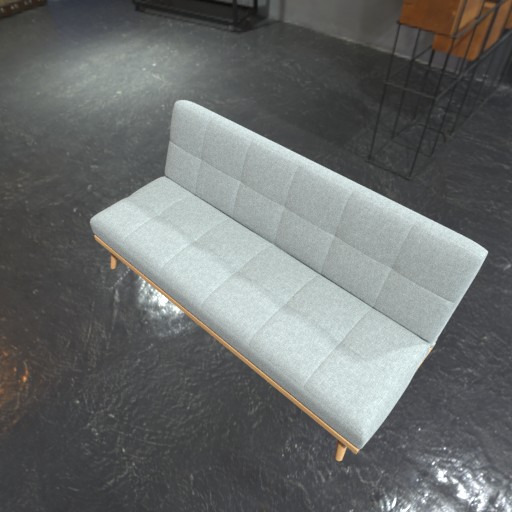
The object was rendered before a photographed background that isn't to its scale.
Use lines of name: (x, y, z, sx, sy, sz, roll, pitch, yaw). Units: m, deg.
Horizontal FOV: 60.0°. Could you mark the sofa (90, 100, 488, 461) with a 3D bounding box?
sofa: (0.000, 0.000, 2.226, 1.820, 0.800, 0.800, 34, 56, 27)
